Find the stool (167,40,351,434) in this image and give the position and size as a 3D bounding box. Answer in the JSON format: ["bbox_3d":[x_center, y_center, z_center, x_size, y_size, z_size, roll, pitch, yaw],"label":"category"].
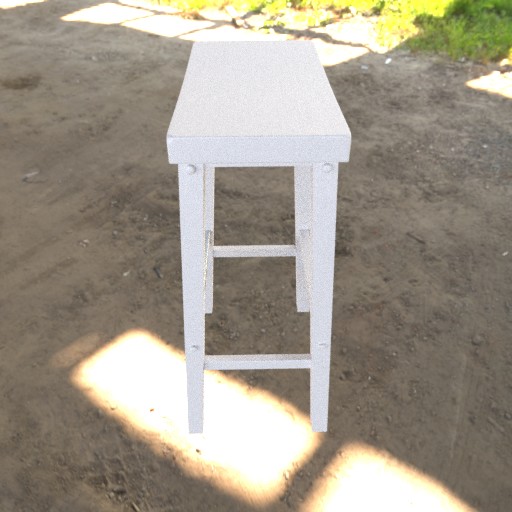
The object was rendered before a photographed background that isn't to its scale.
[{"bbox_3d":[0.000,0.000,0.939,0.322,0.742,0.406,-1,41,-1],"label":"stool"}]
